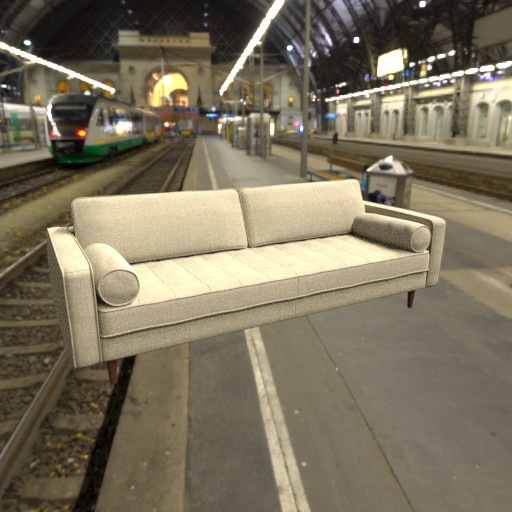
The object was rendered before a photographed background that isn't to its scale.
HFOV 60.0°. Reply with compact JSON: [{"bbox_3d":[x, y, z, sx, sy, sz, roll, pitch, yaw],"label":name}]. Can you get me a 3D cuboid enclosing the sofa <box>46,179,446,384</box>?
[{"bbox_3d":[0.000,0.000,2.634,2.211,0.762,0.914,-9,18,-27],"label":"sofa"}]
